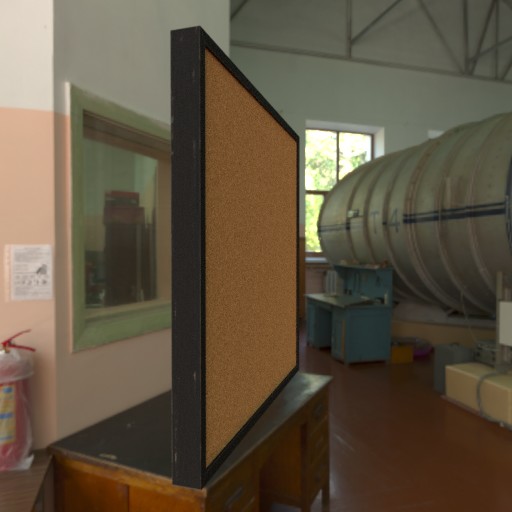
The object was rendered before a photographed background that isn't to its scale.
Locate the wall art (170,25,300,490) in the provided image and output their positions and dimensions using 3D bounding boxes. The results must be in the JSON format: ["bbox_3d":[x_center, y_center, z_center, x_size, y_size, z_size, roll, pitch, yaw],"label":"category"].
[{"bbox_3d":[0.000,0.000,0.728,0.036,0.506,0.506,0,1,18],"label":"wall art"}]
